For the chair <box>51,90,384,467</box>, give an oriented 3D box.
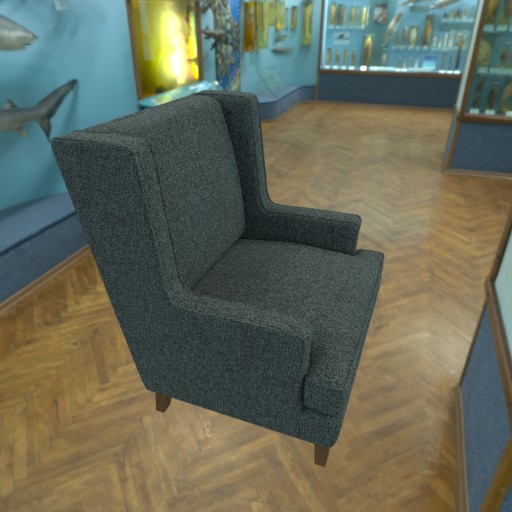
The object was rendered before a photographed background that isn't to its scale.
[{"bbox_3d":[0.000,0.000,1.757,0.927,1.082,0.942,11,31,19],"label":"chair"}]
